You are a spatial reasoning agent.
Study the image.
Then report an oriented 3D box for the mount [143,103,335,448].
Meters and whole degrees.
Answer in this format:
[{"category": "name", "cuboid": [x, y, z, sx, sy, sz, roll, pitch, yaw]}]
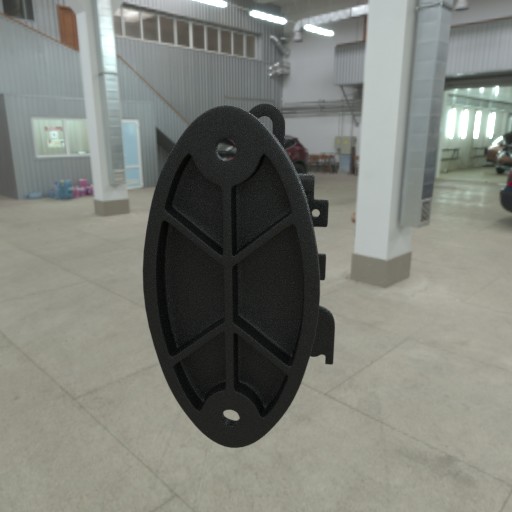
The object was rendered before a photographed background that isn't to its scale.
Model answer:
[{"category": "mount", "cuboid": [0.000, 0.000, 0.177, 0.066, 0.118, 0.100, 2, 15, 9]}]
